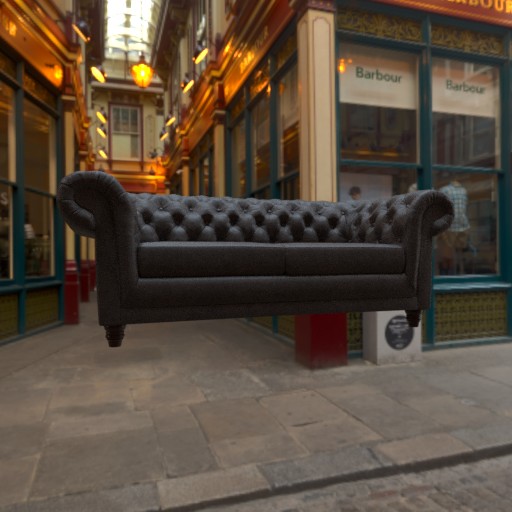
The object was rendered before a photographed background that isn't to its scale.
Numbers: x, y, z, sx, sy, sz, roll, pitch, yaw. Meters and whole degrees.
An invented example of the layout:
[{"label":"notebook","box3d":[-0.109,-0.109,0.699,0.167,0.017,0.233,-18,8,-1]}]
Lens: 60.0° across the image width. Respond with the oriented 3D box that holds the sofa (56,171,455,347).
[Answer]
[{"label":"sofa","box3d":[0.000,0.000,2.561,2.048,0.779,0.944,0,0,-19]}]
